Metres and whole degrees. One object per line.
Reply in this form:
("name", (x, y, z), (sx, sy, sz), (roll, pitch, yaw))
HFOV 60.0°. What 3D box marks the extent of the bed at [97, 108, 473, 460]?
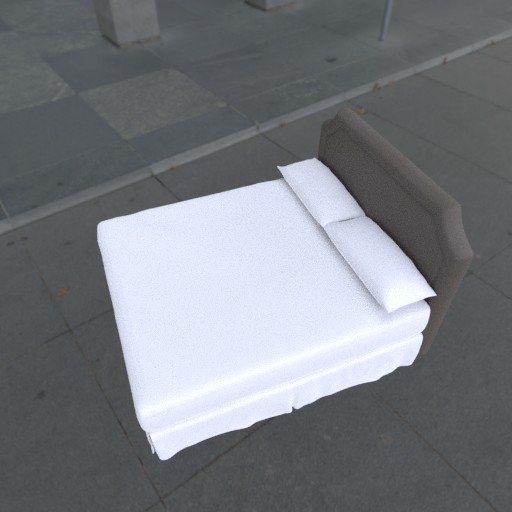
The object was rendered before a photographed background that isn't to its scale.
("bed", (0.000, 0.000, 3.853), (2.536, 1.561, 2.194), (-16, 47, -15))
